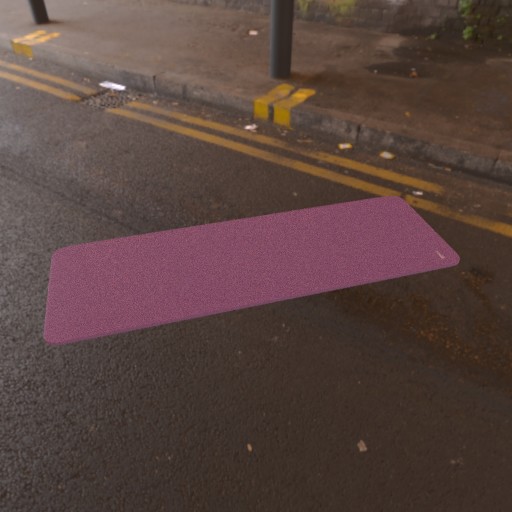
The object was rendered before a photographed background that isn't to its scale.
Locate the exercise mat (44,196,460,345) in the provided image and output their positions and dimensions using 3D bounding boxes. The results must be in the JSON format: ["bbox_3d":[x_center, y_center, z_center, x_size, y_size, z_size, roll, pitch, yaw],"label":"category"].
[{"bbox_3d":[0.000,0.000,2.108,1.869,0.021,0.616,-10,40,-12],"label":"exercise mat"}]
